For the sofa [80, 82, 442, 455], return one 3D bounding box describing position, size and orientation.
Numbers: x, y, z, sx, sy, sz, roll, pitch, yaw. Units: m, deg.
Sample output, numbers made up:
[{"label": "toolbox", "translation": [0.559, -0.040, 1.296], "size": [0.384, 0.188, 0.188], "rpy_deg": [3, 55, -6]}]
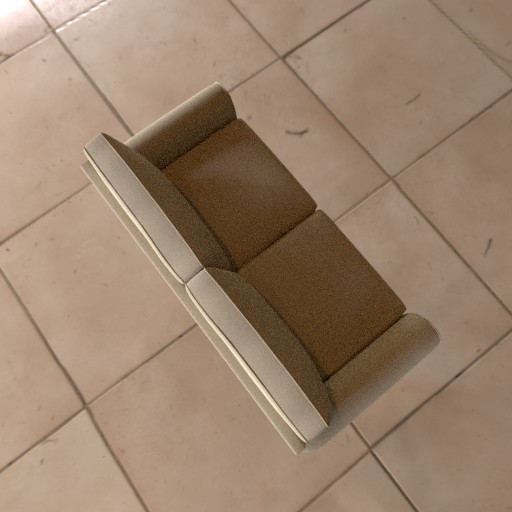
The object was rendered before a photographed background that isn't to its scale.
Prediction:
[{"label": "sofa", "translation": [0.000, 0.000, 2.267], "size": [0.861, 0.933, 1.774], "rpy_deg": [-37, 79, -9]}]
